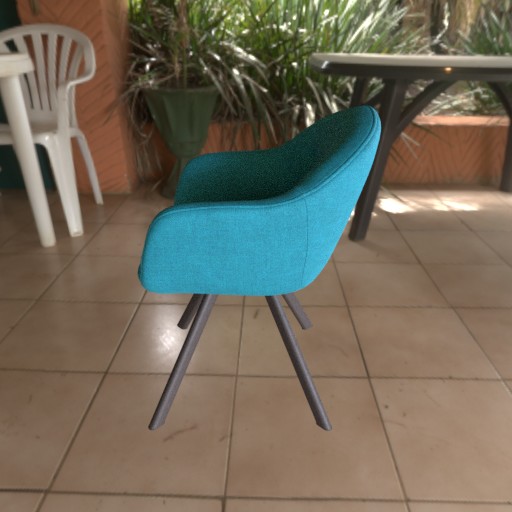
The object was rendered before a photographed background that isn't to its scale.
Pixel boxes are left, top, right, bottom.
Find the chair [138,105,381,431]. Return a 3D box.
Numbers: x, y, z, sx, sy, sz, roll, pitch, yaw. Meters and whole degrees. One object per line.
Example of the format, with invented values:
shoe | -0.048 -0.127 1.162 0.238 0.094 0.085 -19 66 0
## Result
chair | 0.000 0.000 1.206 0.565 0.775 0.545 0 26 0
